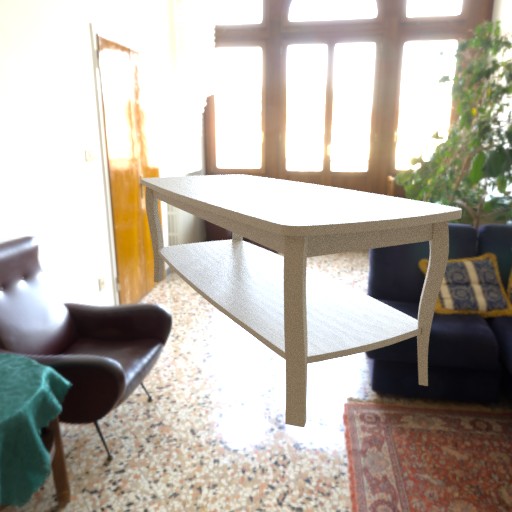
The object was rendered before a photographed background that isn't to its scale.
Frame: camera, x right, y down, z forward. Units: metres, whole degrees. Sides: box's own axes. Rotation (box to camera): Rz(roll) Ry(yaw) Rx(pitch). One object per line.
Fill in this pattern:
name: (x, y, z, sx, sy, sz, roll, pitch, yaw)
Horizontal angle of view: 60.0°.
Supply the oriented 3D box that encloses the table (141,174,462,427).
table: (0.000, 0.000, 1.582, 0.561, 0.474, 1.334, -7, 16, -26)
